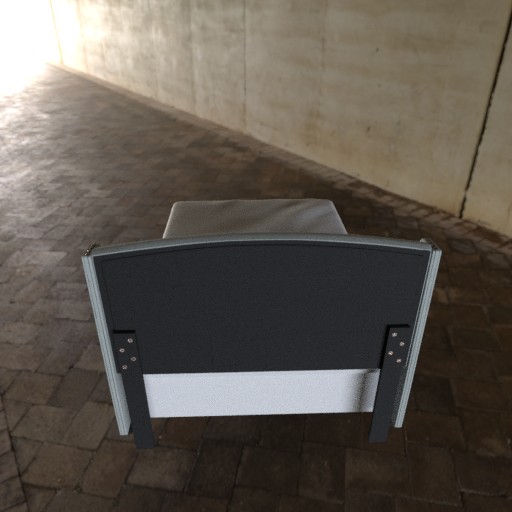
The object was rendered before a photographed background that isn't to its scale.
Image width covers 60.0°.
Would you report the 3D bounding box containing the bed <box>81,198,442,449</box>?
[{"bbox_3d":[0.000,0.000,3.342,1.710,1.407,2.237,-1,30,-2],"label":"bed"}]
